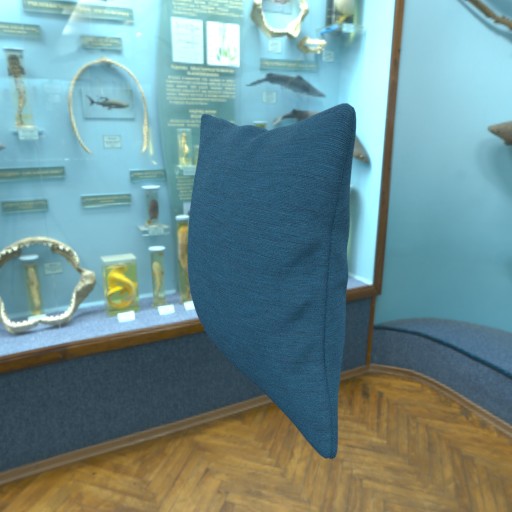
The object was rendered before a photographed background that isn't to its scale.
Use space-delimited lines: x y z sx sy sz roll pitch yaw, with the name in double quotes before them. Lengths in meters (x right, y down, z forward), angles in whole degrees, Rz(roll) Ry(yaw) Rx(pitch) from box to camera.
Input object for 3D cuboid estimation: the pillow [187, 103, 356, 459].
"pillow" 0.000 0.000 0.670 0.177 0.420 0.437 -8 18 -24
